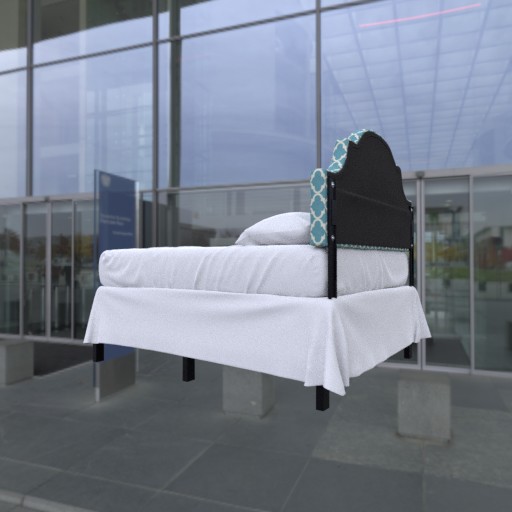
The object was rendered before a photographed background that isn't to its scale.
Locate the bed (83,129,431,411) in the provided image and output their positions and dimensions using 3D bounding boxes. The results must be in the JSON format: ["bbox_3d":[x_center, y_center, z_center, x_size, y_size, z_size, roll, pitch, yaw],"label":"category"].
[{"bbox_3d":[0.000,0.000,3.489,2.222,1.633,1.780,0,-1,35],"label":"bed"}]
